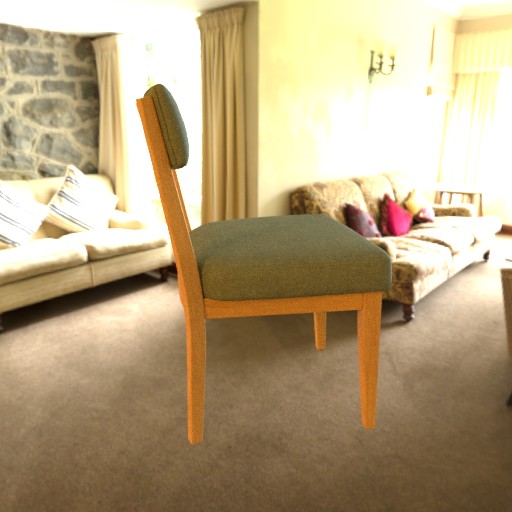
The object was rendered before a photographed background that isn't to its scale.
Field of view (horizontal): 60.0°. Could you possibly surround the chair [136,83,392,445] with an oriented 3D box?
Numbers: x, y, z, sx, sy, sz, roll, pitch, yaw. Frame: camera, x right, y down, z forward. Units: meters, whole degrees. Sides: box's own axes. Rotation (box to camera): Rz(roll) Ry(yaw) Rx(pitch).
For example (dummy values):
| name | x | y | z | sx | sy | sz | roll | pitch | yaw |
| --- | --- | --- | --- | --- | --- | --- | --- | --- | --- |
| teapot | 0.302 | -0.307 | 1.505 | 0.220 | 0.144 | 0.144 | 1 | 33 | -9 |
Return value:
| name | x | y | z | sx | sy | sz | roll | pitch | yaw |
| --- | --- | --- | --- | --- | --- | --- | --- | --- | --- |
| chair | 0.000 | 0.000 | 1.204 | 0.572 | 0.832 | 0.508 | -2 | 16 | -8 |
